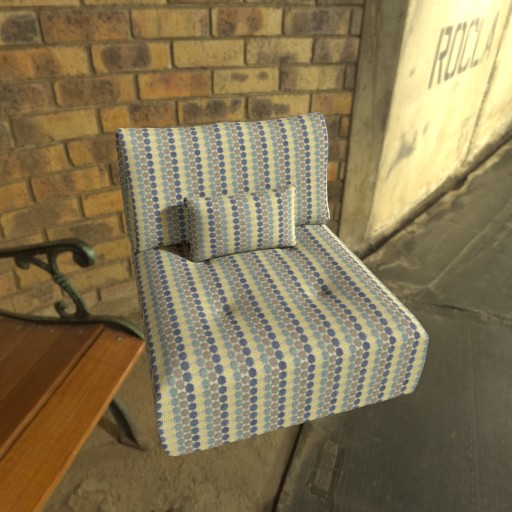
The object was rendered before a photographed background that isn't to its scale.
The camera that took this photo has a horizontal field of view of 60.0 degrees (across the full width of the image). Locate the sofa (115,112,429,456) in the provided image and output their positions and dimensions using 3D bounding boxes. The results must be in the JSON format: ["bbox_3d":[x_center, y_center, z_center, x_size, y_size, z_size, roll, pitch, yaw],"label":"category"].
[{"bbox_3d":[0.000,0.000,1.722,0.930,0.830,1.000,-9,33,-15],"label":"sofa"}]
